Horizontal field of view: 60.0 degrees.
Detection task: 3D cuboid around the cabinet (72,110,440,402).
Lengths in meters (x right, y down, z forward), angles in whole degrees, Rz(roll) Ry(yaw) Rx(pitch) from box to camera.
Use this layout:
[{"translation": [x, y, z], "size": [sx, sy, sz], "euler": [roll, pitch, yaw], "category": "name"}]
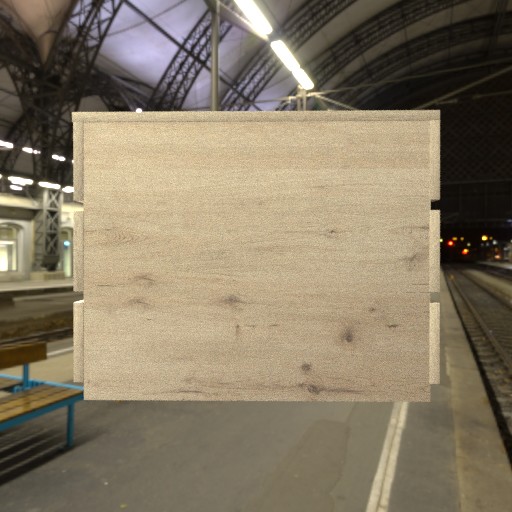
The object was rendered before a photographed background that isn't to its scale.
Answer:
[{"translation": [0.000, 0.000, 1.463], "size": [1.040, 0.820, 0.420], "euler": [0, 0, 1], "category": "cabinet"}]
